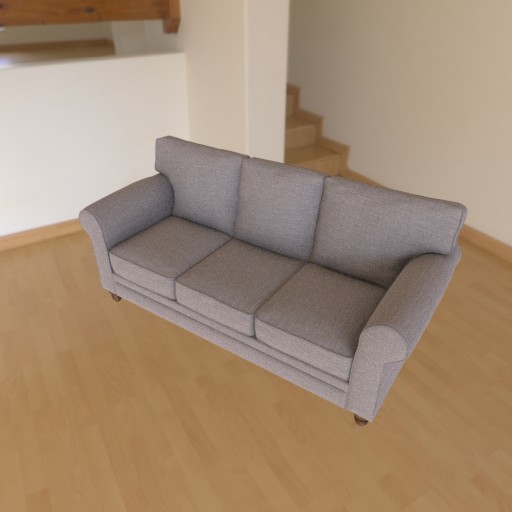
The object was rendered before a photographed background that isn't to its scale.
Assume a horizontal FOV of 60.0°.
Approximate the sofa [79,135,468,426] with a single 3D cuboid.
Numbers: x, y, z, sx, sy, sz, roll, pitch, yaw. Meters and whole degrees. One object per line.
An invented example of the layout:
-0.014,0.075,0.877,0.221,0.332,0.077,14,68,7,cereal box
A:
0.000,0.000,2.625,2.084,0.961,0.916,20,38,28,sofa
